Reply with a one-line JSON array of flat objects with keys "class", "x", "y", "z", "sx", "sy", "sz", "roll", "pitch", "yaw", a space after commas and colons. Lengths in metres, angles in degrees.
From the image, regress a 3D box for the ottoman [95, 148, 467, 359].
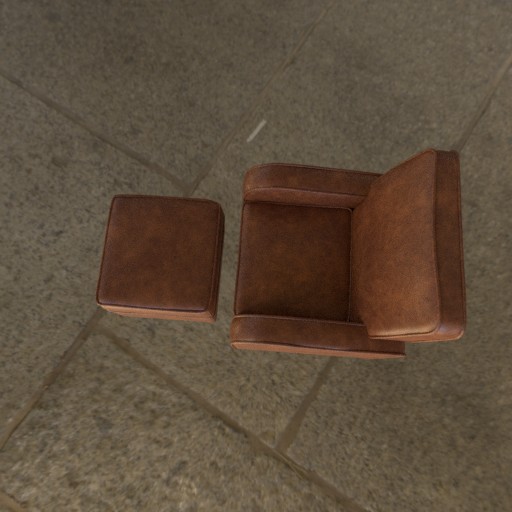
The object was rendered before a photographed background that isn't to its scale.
[{"class": "ottoman", "x": 0.000, "y": 0.000, "z": 1.822, "sx": 1.314, "sy": 0.904, "sz": 0.732, "roll": 4, "pitch": 76, "yaw": 1}]
